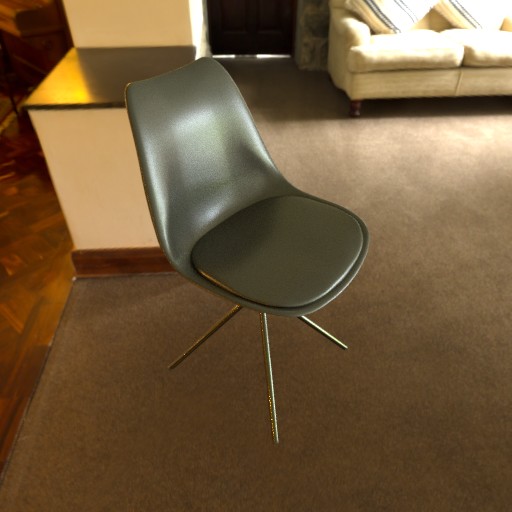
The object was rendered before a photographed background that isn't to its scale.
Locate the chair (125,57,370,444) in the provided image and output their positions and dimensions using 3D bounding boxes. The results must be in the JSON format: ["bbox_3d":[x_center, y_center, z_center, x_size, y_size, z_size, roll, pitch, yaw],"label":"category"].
[{"bbox_3d":[0.000,0.000,1.155,0.525,0.850,0.461,26,46,27],"label":"chair"}]
